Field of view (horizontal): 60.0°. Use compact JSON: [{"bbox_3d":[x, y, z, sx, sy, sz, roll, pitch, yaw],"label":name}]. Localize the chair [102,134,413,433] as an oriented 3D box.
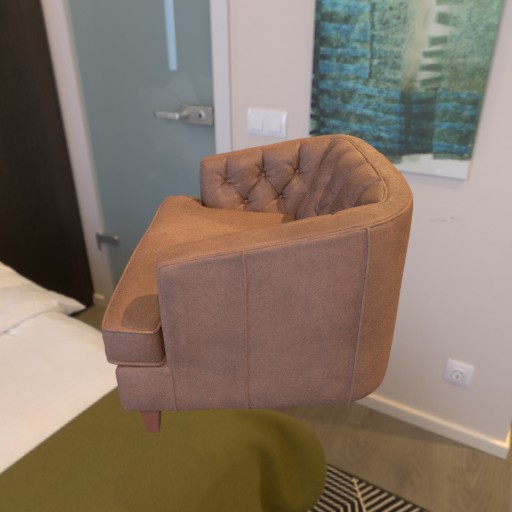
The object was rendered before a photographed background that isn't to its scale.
[{"bbox_3d":[0.000,0.000,1.698,0.914,0.787,1.118,0,26,0],"label":"chair"}]
